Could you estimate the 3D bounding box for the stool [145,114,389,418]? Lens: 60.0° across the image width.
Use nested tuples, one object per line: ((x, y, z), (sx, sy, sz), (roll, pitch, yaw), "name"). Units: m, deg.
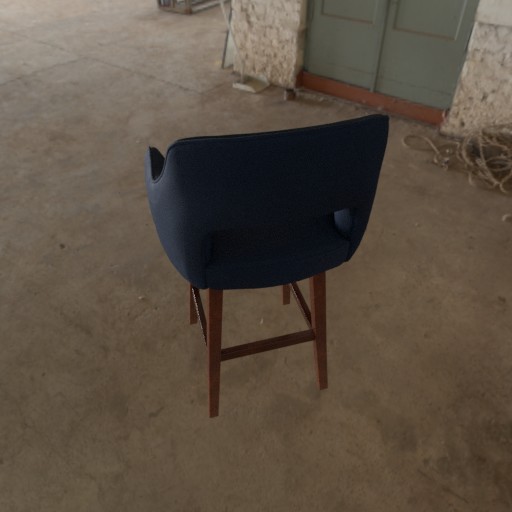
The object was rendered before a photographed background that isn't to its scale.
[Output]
((0.000, 0.000, 1.309), (0.550, 1.041, 0.560), (-10, 43, -11), "stool")
